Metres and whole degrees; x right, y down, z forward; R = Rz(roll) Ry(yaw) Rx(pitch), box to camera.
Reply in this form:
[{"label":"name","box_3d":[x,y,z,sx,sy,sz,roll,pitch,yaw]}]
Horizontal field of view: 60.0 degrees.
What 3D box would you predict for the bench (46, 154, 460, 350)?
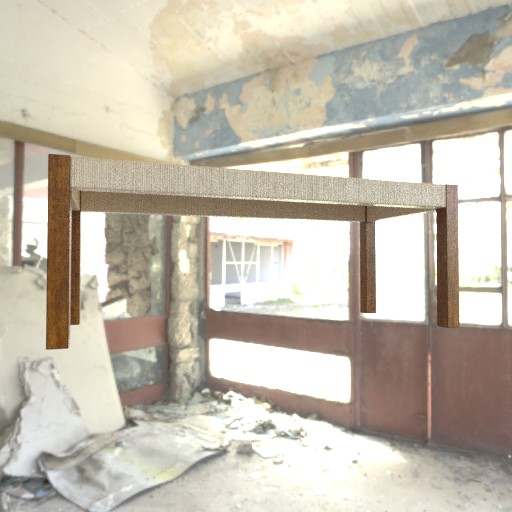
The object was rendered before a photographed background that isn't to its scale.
[{"label":"bench","box_3d":[0.000,0.000,1.463,1.198,0.457,0.507,1,-2,-19]}]
